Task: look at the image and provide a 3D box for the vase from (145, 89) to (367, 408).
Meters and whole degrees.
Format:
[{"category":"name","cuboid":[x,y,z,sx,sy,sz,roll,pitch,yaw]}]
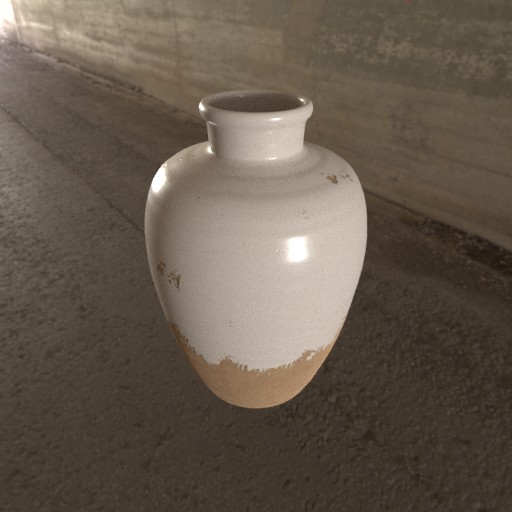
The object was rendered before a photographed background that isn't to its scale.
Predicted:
[{"category":"vase","cuboid":[0.000,0.000,0.336,0.158,0.228,0.158,0,31,0]}]
